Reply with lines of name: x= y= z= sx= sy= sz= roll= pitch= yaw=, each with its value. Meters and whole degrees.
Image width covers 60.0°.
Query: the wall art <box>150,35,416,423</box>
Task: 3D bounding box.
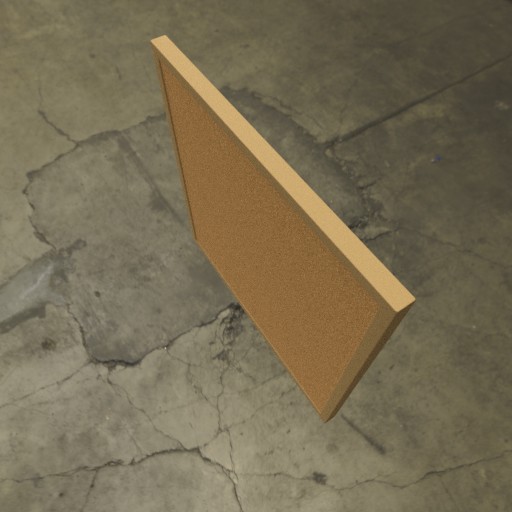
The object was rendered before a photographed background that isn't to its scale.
wall art: x=0.000 y=0.000 z=1.109 sx=0.037 sy=0.761 sz=0.761 roll=-30 pitch=63 yaw=-17
